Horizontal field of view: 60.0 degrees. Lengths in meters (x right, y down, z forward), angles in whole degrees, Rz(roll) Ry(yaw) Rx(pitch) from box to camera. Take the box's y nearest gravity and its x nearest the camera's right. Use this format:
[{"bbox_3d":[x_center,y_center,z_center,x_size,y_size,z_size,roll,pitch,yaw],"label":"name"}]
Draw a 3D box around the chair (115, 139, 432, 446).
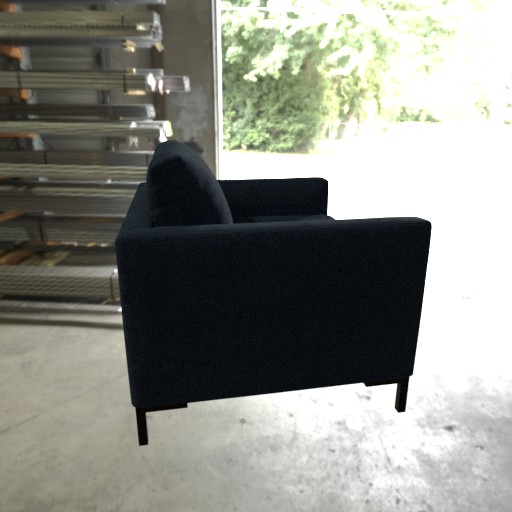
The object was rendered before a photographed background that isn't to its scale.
[{"bbox_3d":[0.000,0.000,1.641,0.875,0.812,0.964,-3,18,-10],"label":"chair"}]
